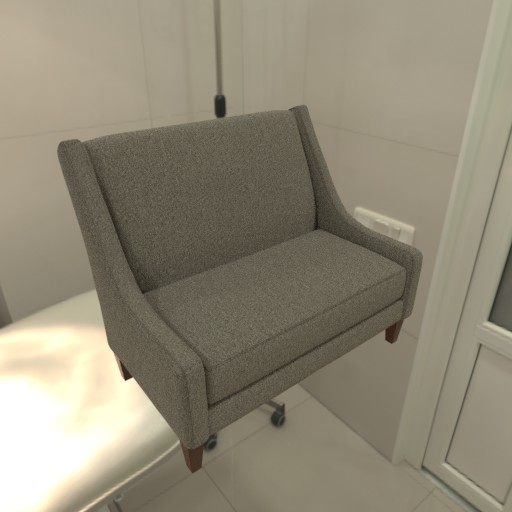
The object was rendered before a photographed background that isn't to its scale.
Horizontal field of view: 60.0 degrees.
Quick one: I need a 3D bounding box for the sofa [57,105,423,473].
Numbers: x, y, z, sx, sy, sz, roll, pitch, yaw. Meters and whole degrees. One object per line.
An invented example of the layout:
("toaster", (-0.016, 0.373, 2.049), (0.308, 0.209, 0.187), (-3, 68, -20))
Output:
("sofa", (0.000, 0.000, 1.895), (1.242, 1.026, 0.862), (-21, 35, -33))
